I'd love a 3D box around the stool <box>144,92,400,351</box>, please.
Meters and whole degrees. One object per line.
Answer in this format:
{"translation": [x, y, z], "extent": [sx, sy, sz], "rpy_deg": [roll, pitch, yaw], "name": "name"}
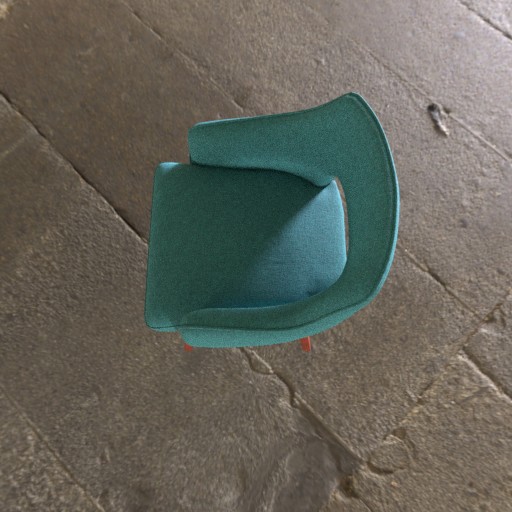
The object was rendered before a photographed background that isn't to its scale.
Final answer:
{"translation": [0.000, 0.000, 1.290], "extent": [0.556, 0.961, 0.548], "rpy_deg": [0, 74, 0], "name": "stool"}
